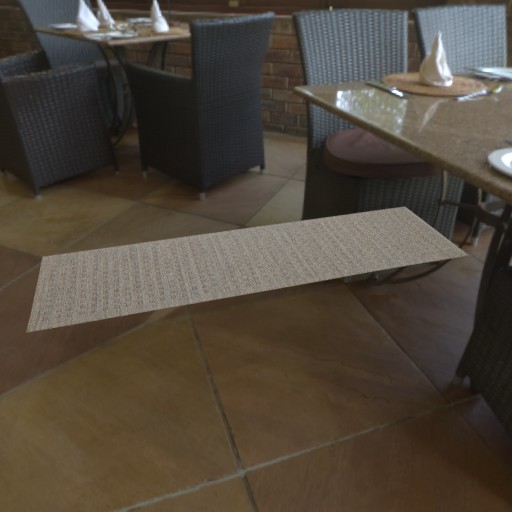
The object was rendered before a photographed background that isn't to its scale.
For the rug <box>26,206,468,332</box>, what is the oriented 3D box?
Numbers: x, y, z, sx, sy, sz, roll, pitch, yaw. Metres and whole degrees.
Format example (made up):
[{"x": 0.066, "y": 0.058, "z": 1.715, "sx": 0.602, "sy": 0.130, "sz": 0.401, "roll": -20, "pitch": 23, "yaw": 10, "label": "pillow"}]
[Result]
[{"x": 0.000, "y": 0.000, "z": 2.639, "sx": 2.437, "sy": 0.005, "sz": 0.688, "roll": -9, "pitch": 33, "yaw": -14, "label": "rug"}]
